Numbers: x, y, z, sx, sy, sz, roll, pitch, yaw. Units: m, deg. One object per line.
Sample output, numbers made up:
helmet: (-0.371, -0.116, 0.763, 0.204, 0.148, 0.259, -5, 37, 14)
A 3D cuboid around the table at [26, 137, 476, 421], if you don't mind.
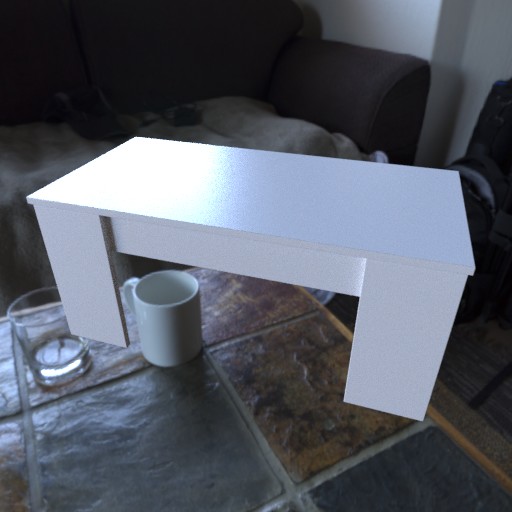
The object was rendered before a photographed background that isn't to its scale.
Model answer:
table: (0.000, 0.000, 1.252, 1.000, 0.440, 0.500, 10, 33, 15)
